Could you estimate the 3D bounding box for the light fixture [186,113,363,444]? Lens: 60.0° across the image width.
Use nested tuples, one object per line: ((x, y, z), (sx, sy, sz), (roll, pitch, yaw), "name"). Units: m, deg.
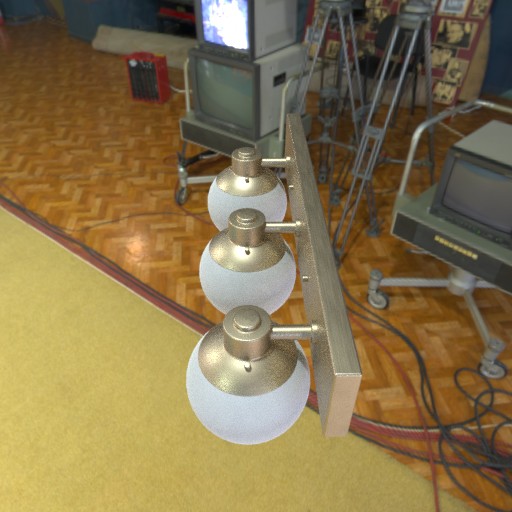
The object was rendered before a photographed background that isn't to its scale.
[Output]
((0.000, 0.000, 0.836), (0.218, 0.263, 0.721), (-1, 40, -1), "light fixture")
